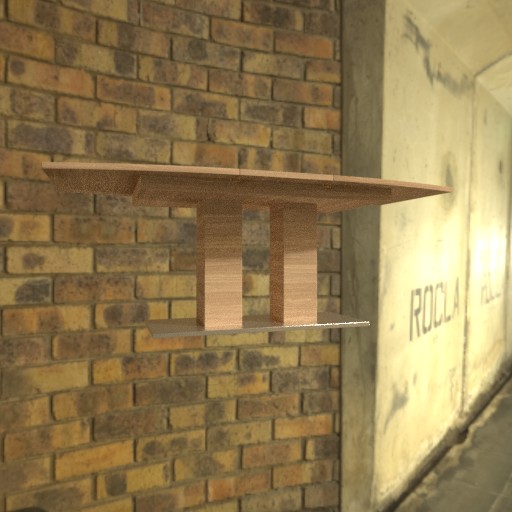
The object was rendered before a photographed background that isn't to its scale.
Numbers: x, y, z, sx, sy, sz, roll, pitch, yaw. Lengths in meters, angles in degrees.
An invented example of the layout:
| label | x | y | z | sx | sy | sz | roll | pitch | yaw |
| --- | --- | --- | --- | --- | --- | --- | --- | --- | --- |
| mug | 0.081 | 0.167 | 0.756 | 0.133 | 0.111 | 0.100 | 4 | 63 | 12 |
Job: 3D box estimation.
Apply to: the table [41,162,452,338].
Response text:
| label | x | y | z | sx | sy | sz | roll | pitch | yaw |
| --- | --- | --- | --- | --- | --- | --- | --- | --- | --- |
| table | 0.000 | 0.000 | 2.409 | 2.032 | 0.750 | 0.900 | 0 | 0 | -19 |
